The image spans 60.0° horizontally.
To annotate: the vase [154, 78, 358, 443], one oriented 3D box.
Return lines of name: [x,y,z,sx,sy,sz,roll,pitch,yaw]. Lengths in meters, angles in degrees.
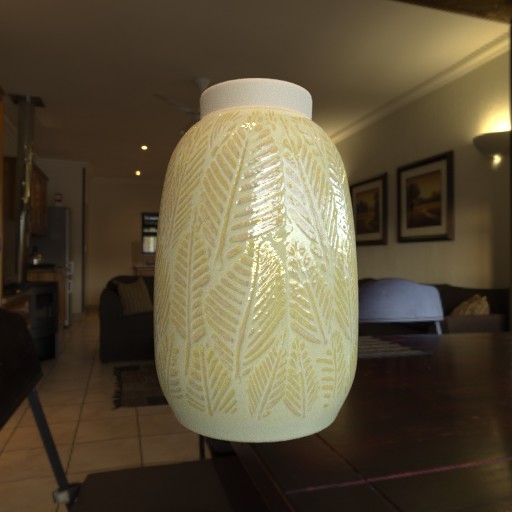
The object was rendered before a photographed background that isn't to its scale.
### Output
vase: [0.000,0.000,0.383,0.172,0.270,0.172,0,-1,0]
